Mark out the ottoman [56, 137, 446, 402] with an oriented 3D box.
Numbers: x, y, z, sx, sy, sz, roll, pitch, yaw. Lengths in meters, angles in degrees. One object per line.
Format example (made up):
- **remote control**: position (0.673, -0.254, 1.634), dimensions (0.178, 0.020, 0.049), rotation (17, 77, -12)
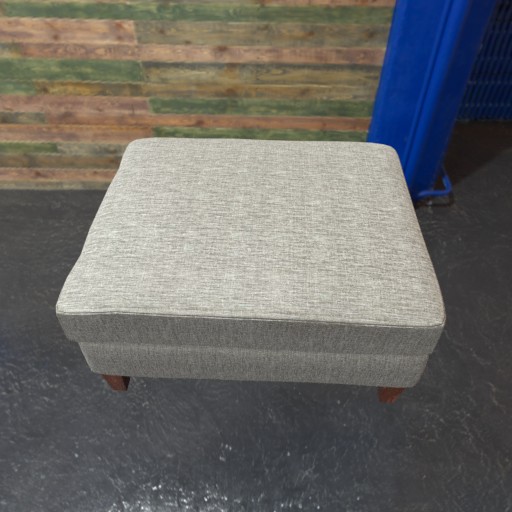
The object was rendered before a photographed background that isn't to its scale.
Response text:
- **ottoman**: position (0.000, 0.000, 1.503), dimensions (0.994, 0.492, 0.839), rotation (2, 46, 2)
